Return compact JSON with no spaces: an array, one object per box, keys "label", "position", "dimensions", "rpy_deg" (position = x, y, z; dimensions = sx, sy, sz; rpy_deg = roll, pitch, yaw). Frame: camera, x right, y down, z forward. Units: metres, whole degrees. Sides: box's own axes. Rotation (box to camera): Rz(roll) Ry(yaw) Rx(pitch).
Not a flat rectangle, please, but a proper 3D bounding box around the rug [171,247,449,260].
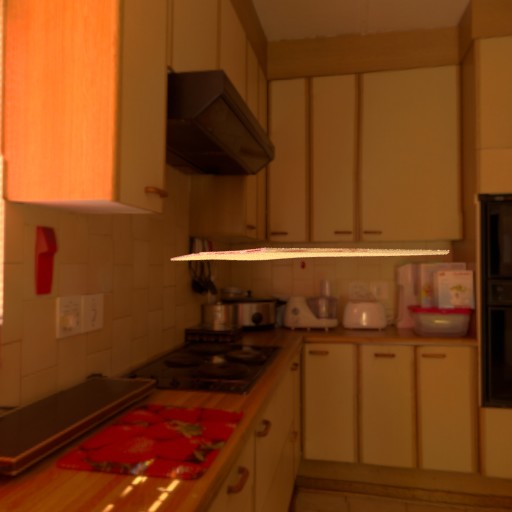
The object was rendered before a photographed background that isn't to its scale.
[{"label":"rug","position":[0.000,0.000,2.559],"dimensions":[0.692,0.032,2.320],"rpy_deg":[0,-1,-18]}]
